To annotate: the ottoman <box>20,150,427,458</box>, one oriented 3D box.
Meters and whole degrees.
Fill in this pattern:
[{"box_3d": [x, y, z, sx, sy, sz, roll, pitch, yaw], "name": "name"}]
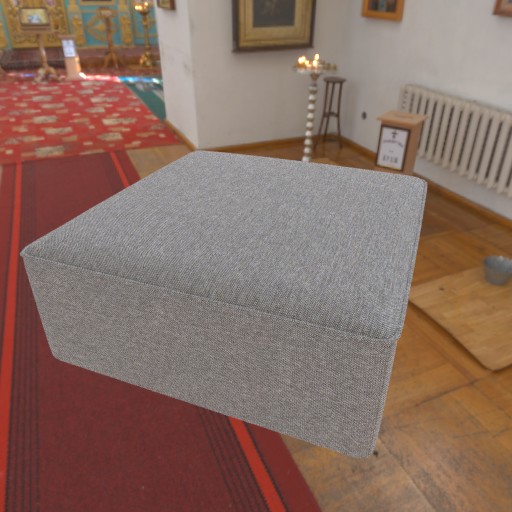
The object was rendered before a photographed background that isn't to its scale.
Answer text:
[{"box_3d": [0.000, 0.000, 1.513, 1.005, 0.455, 1.005, 11, 32, 19], "name": "ottoman"}]
